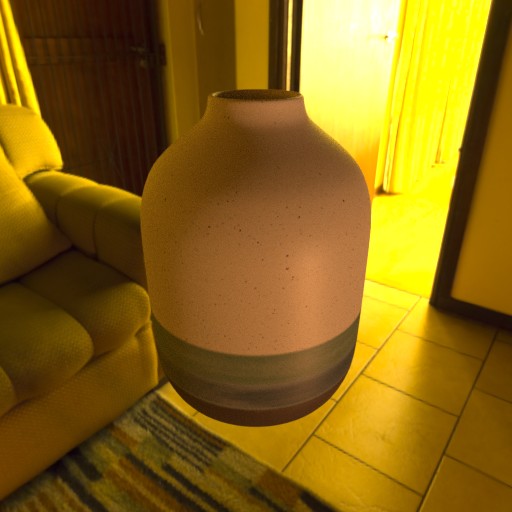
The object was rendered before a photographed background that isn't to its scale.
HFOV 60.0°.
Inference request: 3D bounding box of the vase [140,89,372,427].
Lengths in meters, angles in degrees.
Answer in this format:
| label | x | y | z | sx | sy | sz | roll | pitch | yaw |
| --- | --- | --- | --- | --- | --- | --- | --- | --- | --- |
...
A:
| label | x | y | z | sx | sy | sz | roll | pitch | yaw |
| --- | --- | --- | --- | --- | --- | --- | --- | --- | --- |
| vase | 0.000 | 0.000 | 0.348 | 0.169 | 0.240 | 0.169 | 0 | 27 | 0 |
